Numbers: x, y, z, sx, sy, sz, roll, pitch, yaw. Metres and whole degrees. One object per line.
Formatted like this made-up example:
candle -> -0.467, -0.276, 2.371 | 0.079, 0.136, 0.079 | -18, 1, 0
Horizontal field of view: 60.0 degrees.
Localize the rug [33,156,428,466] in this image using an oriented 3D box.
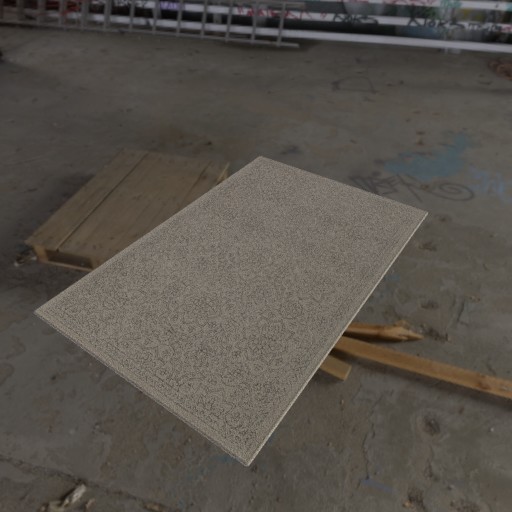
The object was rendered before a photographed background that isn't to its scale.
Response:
rug -> 0.000, 0.000, 2.333 | 1.219, 0.010, 1.829 | 25, 46, 26
